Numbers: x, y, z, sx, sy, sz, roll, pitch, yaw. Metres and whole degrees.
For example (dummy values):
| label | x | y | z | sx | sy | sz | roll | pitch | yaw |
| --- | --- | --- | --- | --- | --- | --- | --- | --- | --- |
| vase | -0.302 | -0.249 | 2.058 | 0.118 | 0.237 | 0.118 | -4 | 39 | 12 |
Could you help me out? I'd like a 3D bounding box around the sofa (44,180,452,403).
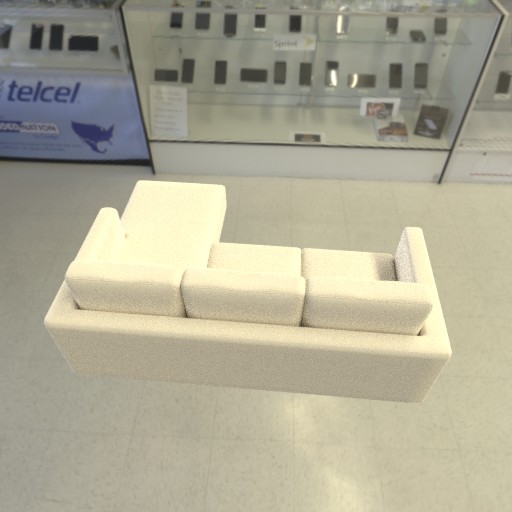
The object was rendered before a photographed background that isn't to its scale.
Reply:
| label | x | y | z | sx | sy | sz | roll | pitch | yaw |
| --- | --- | --- | --- | --- | --- | --- | --- | --- | --- |
| sofa | 0.000 | 0.000 | 2.858 | 2.029 | 0.899 | 1.580 | 4 | 47 | 4 |
